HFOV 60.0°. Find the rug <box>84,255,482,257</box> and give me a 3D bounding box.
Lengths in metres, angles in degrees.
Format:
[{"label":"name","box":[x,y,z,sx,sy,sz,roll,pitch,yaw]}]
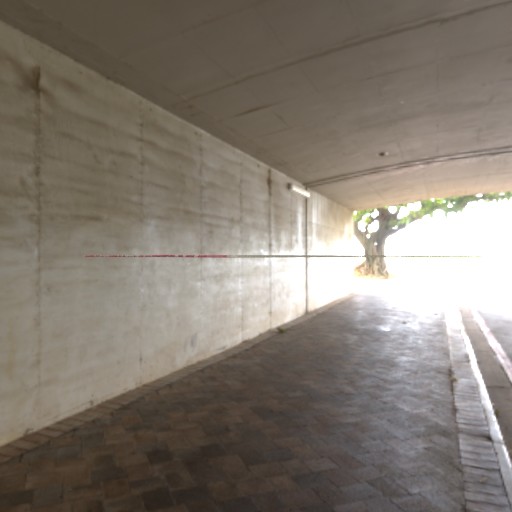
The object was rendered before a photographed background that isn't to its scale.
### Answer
[{"label":"rug","box":[0.000,0.000,4.222,2.441,0.016,3.095,0,0,-35]}]
